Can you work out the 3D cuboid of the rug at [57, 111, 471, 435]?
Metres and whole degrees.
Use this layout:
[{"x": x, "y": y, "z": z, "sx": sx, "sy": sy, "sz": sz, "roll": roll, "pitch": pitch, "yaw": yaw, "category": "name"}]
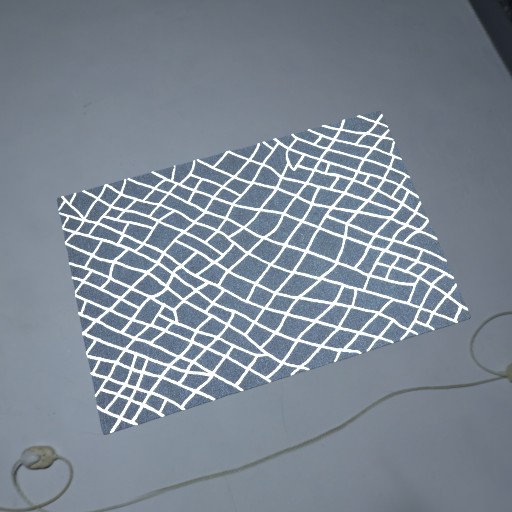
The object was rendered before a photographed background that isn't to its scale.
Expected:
[{"x": 0.000, "y": 0.000, "z": 2.248, "sx": 1.830, "sy": 0.013, "sz": 1.223, "roll": -16, "pitch": 75, "yaw": -5, "category": "rug"}]
